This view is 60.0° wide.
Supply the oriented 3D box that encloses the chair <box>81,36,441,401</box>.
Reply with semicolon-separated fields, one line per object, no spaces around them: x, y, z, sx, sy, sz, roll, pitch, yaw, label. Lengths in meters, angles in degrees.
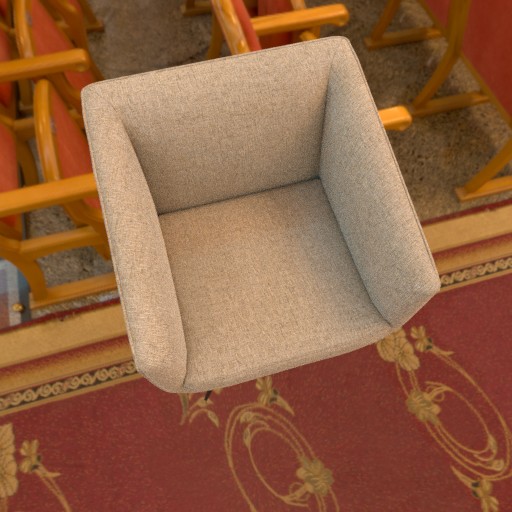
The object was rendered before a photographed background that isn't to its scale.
0.000;0.000;1.185;0.628;0.760;0.623;-14;65;-7;chair
